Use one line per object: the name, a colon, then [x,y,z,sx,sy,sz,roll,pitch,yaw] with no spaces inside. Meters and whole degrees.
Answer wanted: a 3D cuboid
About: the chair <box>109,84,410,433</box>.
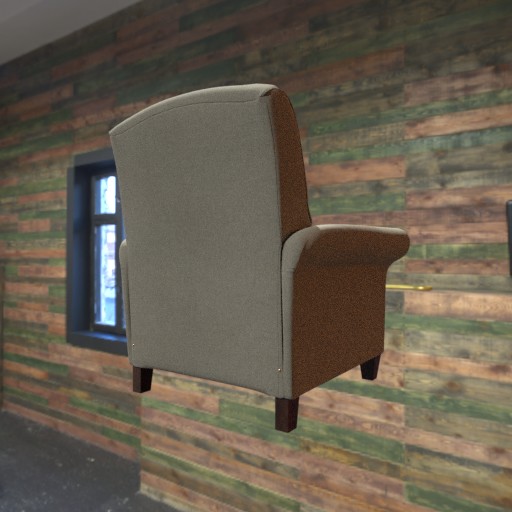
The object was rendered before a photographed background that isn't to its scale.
chair: [0.000,0.000,1.799,0.978,1.061,0.905,0,0,36]
